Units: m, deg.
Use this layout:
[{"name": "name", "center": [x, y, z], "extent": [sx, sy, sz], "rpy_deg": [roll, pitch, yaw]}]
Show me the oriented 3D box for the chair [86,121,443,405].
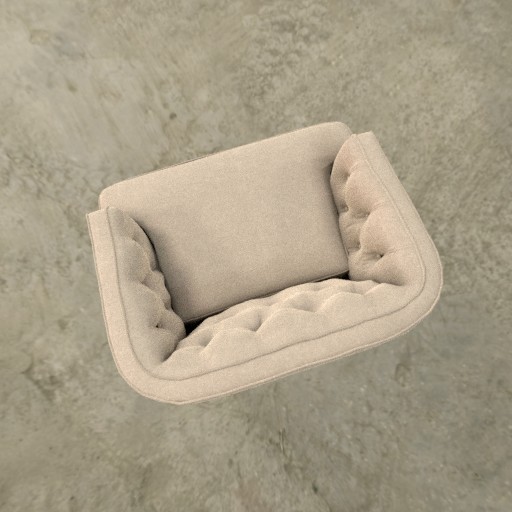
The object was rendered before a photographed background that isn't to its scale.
[{"name": "chair", "center": [0.000, 0.000, 1.773], "extent": [1.104, 0.852, 0.941], "rpy_deg": [-17, 76, -4]}]
